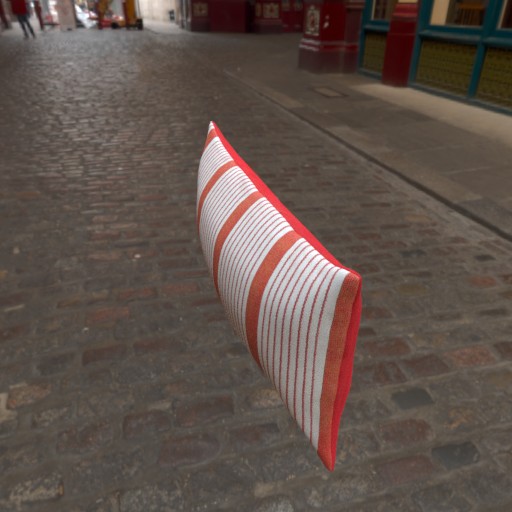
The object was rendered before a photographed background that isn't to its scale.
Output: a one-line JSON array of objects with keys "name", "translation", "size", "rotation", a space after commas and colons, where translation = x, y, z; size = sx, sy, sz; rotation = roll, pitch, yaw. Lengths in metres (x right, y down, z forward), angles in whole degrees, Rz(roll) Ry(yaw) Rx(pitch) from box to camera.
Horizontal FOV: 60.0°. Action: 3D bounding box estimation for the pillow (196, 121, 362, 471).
[{"name": "pillow", "translation": [0.000, 0.000, 0.733], "size": [0.151, 0.297, 0.608], "rotation": [-10, 32, -16]}]
